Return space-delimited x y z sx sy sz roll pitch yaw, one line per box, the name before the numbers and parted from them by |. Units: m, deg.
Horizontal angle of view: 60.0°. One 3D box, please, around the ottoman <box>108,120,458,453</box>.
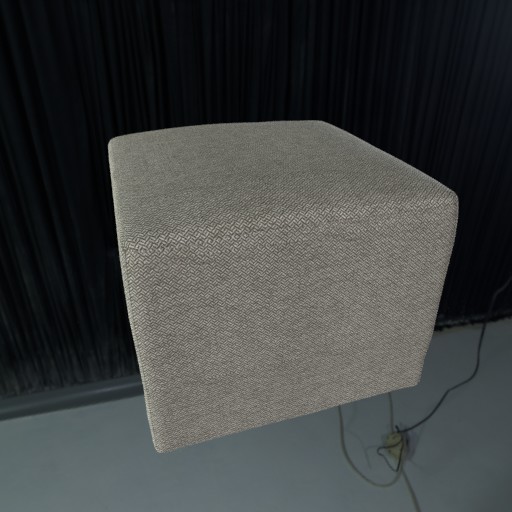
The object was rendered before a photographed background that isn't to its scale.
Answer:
ottoman | 0.000 0.000 0.900 0.512 0.453 0.519 -9 31 -15
